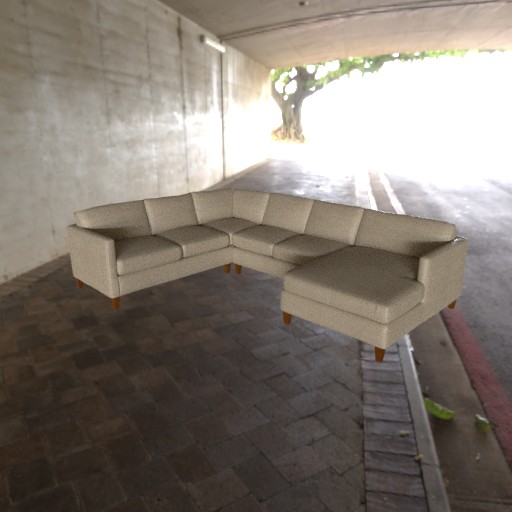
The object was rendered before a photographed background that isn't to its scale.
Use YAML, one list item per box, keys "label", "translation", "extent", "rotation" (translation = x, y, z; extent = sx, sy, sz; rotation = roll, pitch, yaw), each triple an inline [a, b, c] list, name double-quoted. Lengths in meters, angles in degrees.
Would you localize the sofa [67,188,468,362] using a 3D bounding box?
- label: "sofa"
  translation: [0.000, 0.000, 4.725]
  extent: [3.460, 0.961, 2.594]
  rotation: [16, 23, 42]
